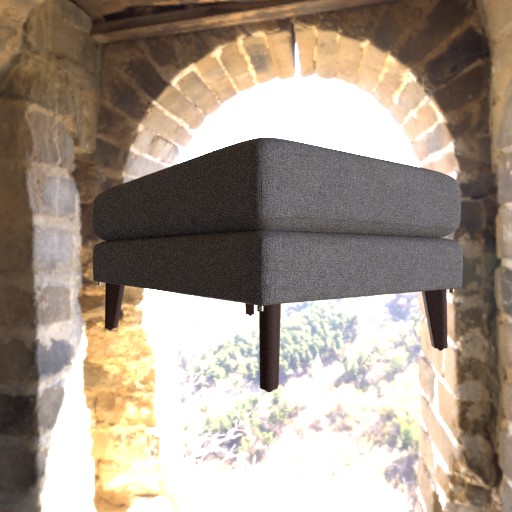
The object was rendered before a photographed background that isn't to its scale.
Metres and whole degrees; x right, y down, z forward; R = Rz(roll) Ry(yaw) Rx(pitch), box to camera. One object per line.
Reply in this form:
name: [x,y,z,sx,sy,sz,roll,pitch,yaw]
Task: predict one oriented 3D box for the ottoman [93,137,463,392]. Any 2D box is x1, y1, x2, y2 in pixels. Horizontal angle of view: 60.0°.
ottoman: [0.000,0.000,1.173,0.611,0.441,0.821,0,0,-37]
